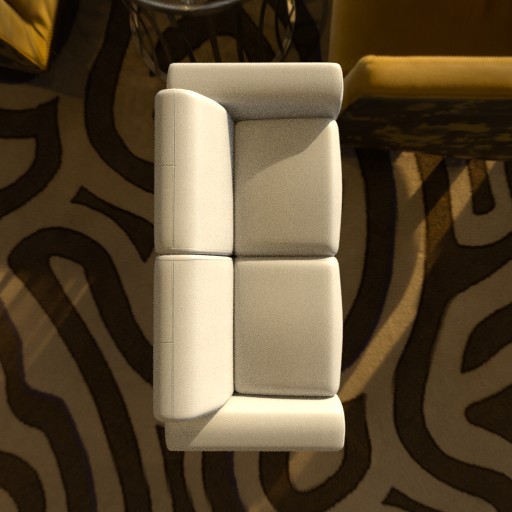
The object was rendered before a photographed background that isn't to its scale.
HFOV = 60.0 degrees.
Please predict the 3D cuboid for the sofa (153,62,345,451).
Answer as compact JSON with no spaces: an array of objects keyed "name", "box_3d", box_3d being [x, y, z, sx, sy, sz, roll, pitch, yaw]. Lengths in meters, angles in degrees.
[{"name":"sofa","box_3d":[0.000,0.000,2.303,0.900,0.772,1.901,0,89,1]}]
